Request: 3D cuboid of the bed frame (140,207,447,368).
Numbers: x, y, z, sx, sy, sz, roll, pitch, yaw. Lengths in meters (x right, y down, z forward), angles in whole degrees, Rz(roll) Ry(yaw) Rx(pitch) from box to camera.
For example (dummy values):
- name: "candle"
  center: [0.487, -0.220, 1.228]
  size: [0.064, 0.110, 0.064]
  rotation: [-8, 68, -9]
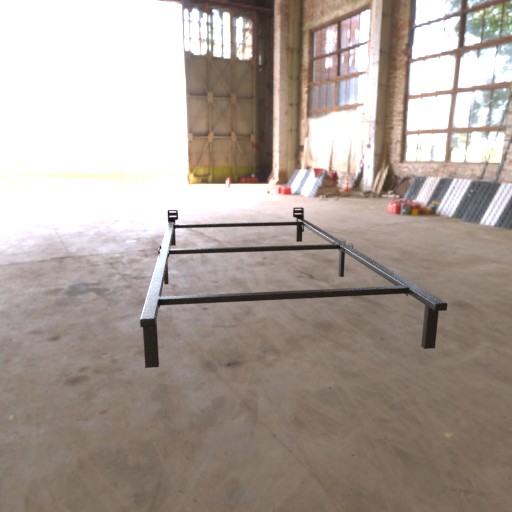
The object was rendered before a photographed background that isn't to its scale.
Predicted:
- name: "bed frame"
  center: [0.000, 0.000, 2.268]
  size: [0.968, 0.248, 1.897]
  rotation: [-2, 13, -8]
